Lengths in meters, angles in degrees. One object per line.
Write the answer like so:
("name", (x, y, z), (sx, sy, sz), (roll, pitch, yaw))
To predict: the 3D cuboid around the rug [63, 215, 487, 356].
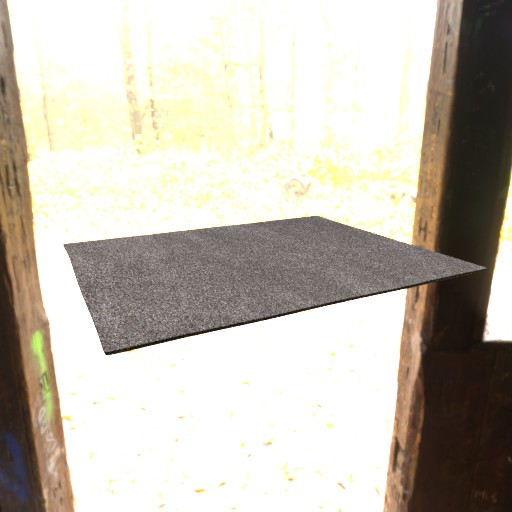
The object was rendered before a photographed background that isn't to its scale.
("rug", (0.000, 0.000, 3.962), (3.000, 0.025, 2.401), (-9, 19, -26))
